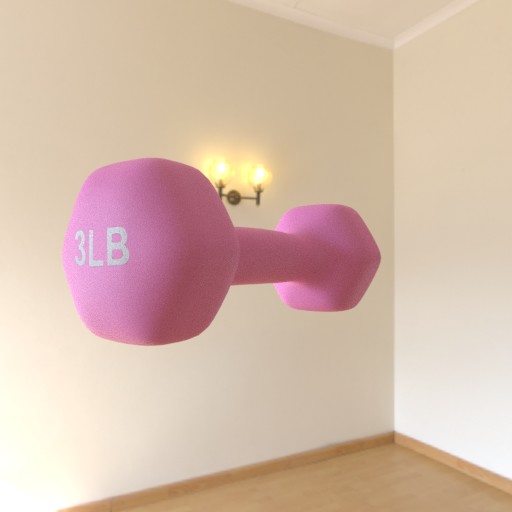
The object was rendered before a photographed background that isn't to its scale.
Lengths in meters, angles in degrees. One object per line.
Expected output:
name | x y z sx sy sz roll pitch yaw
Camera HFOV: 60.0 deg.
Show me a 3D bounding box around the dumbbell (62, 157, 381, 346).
dumbbell | 0.000 0.000 0.194 0.064 0.058 0.159 -1 -2 37
